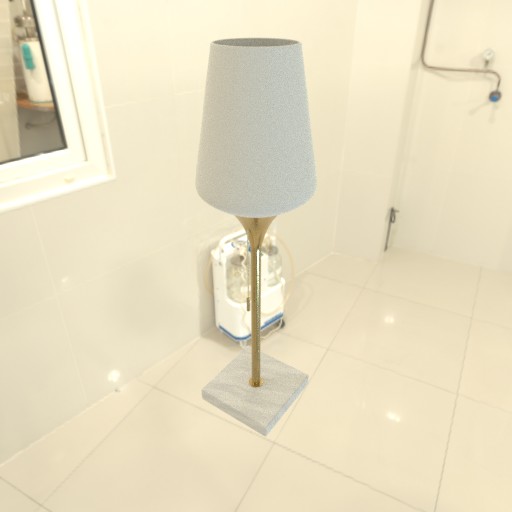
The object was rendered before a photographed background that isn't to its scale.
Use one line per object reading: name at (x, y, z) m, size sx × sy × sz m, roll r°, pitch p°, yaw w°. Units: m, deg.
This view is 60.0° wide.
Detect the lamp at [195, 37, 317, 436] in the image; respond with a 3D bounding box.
lamp at (0.000, 0.000, 0.731) m, size 0.181 × 0.639 × 0.181 m, roll 20°, pitch 36°, yaw 30°
